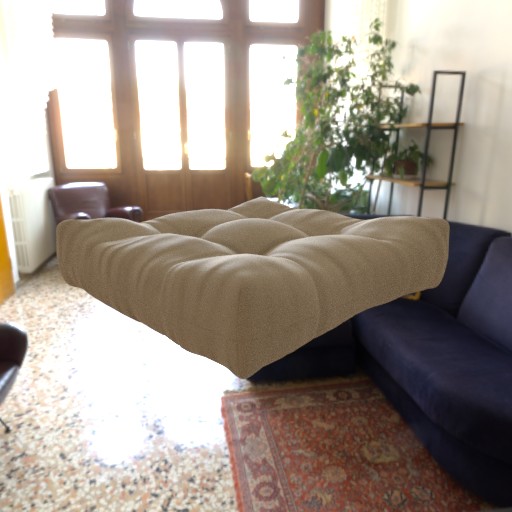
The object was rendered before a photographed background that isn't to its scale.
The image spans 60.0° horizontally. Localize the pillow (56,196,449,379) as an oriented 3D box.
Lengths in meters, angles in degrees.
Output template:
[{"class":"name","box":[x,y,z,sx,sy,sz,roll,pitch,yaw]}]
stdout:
[{"class":"pillow","box":[0.000,0.000,0.737,0.490,0.128,0.468,-14,20,-43]}]
